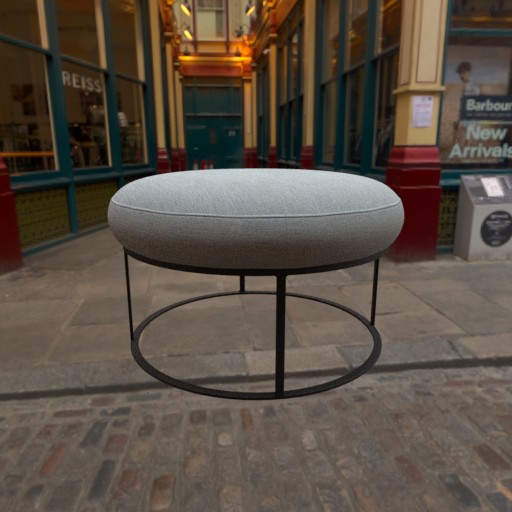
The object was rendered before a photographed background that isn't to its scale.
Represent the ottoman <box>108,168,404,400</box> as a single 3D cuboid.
[{"bbox_3d":[0.000,0.000,1.239,0.769,0.459,0.769,0,14,0],"label":"ottoman"}]
